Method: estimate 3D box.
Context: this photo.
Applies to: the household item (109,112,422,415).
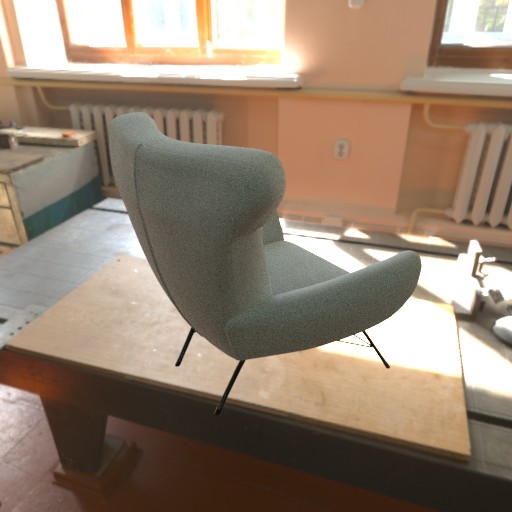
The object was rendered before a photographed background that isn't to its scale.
[{"bbox_3d":[0.000,0.000,1.756,0.900,1.050,0.980,-19,32,-32],"label":"household item"}]
